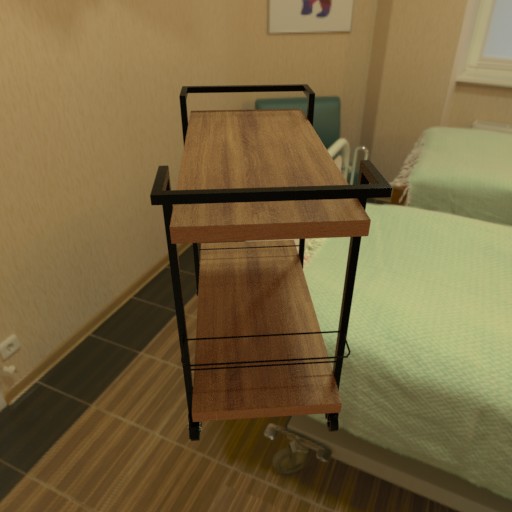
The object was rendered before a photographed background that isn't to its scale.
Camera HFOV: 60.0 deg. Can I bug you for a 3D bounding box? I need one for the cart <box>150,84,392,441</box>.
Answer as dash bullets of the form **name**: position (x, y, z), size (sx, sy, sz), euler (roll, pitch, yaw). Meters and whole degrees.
- **cart**: position (0.000, 0.000, 1.261), size (0.406, 0.762, 0.806), euler (-2, 33, -4)
